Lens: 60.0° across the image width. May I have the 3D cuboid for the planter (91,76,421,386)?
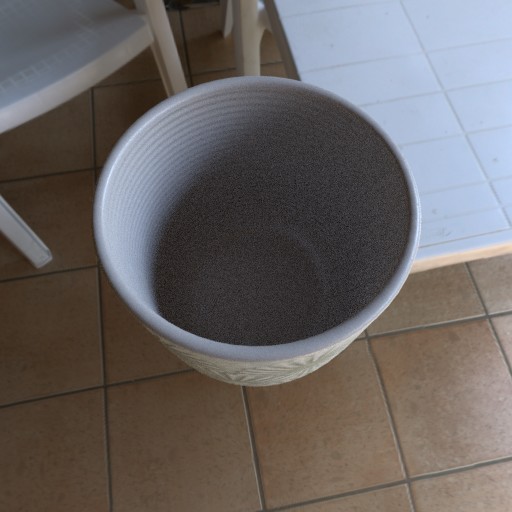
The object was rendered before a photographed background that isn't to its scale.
[{"bbox_3d":[0.000,0.000,0.216,0.124,0.109,0.124,0,65,0],"label":"planter"}]
